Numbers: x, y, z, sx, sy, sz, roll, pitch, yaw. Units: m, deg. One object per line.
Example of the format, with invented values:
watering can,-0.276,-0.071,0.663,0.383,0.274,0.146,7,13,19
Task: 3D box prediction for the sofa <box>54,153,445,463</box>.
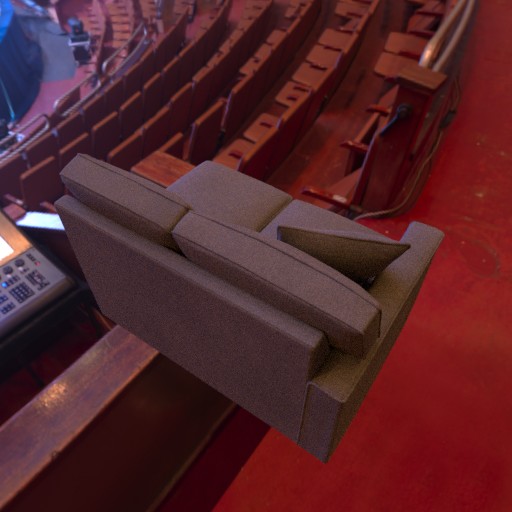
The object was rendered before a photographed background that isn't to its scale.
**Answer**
sofa,0.000,0.000,2.063,1.388,0.989,0.991,26,52,23
